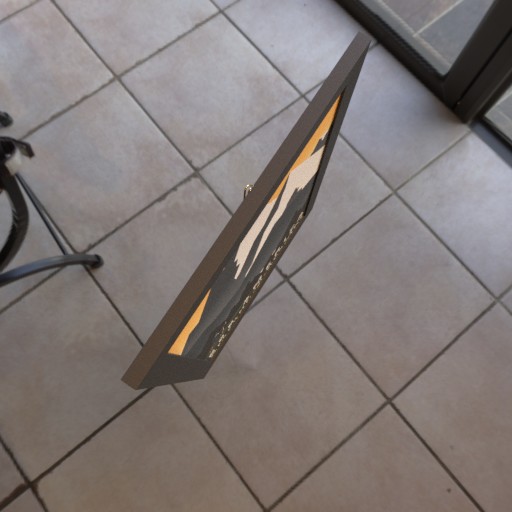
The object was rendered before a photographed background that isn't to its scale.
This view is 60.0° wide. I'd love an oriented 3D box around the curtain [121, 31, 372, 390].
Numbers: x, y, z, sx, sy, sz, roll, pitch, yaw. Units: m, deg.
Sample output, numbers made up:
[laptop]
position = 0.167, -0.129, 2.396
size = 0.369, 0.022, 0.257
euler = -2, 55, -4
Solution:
[curtain]
position = 0.000, 0.000, 0.770
size = 0.027, 0.585, 0.483
euler = 32, 78, 8
